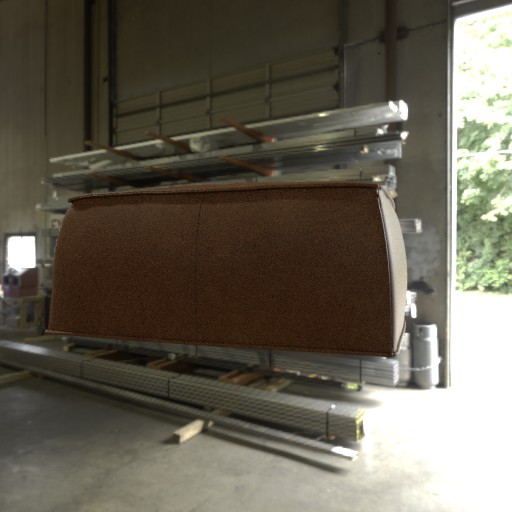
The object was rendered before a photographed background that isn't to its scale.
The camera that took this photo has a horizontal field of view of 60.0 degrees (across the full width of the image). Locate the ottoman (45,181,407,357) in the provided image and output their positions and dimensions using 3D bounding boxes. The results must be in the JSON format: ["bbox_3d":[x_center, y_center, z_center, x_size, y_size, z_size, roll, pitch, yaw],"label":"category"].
[{"bbox_3d":[0.000,0.000,1.398,0.901,0.395,0.902,0,0,18],"label":"ottoman"}]
